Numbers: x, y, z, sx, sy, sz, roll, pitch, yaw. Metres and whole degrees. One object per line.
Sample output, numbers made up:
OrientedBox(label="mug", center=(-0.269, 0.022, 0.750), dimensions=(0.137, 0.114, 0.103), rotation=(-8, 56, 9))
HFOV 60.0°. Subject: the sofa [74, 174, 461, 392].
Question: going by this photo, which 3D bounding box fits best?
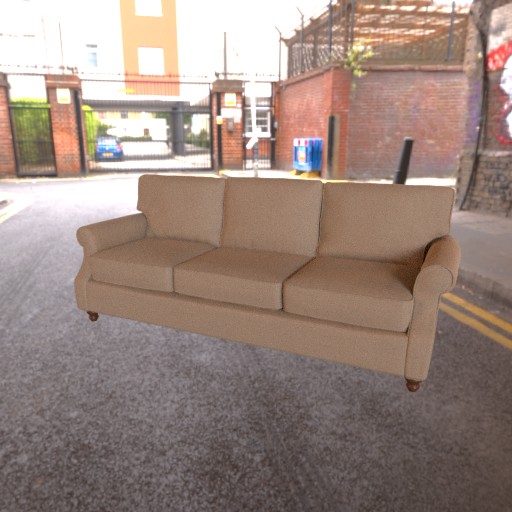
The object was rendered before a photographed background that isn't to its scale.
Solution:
OrientedBox(label="sofa", center=(0.000, 0.000, 2.816), dimensions=(2.354, 0.948, 0.966), rotation=(7, 16, 24))
